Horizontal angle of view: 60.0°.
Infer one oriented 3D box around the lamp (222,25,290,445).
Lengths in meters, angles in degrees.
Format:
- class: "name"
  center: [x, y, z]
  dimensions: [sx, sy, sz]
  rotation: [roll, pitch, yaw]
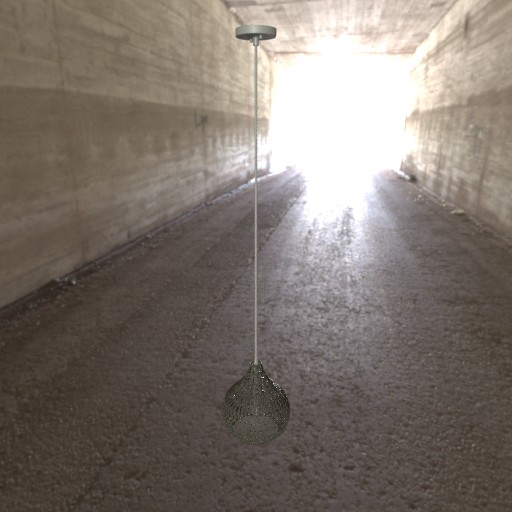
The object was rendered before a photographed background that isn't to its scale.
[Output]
- class: "lamp"
  center: [0.000, 0.000, 2.072]
  dimensions: [0.355, 1.919, 0.355]
  rotation: [-8, 18, -24]
